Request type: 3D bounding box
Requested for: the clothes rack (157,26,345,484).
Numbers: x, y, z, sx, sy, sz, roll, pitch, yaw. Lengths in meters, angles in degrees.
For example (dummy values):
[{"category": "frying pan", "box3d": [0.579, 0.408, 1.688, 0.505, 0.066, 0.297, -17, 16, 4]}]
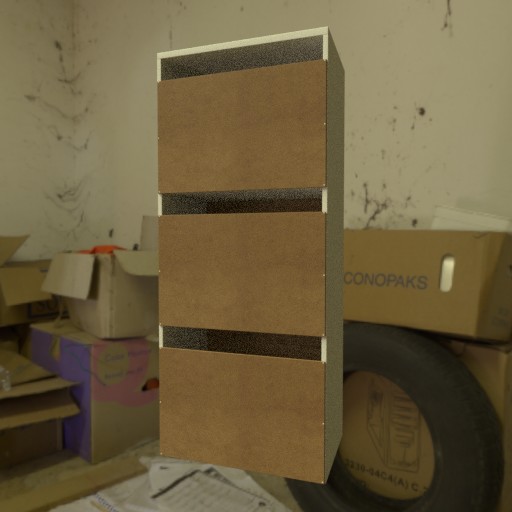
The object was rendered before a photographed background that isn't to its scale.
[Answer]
[{"category": "clothes rack", "box3d": [0.000, 0.000, 1.383, 0.500, 1.187, 0.331, 1, 2, 19]}]
